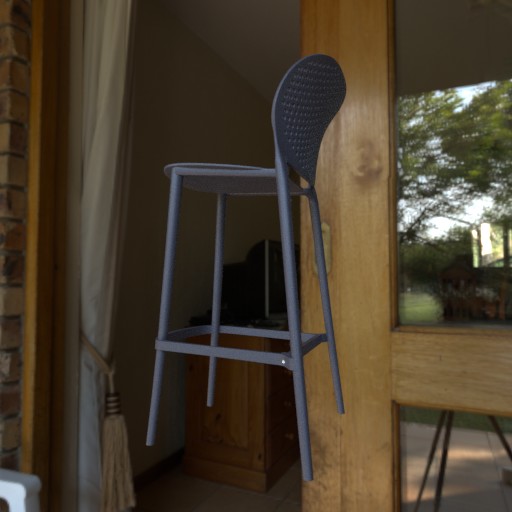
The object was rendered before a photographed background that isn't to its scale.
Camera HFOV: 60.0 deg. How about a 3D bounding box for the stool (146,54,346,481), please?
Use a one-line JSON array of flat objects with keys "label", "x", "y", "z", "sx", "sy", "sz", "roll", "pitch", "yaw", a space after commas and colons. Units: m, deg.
[{"label": "stool", "x": 0.000, "y": 0.000, "z": 1.340, "sx": 0.535, "sy": 1.045, "sz": 0.536, "roll": -1, "pitch": -3, "yaw": 19}]
